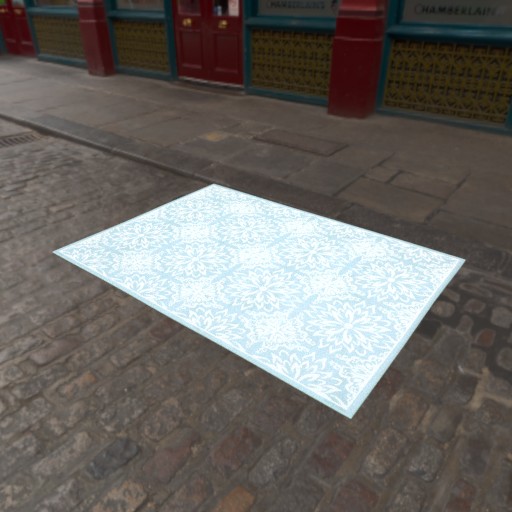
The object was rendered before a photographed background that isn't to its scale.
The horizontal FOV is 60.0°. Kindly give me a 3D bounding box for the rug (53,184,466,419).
[{"bbox_3d":[0.000,0.000,2.909,2.205,0.014,1.589,21,36,32],"label":"rug"}]
